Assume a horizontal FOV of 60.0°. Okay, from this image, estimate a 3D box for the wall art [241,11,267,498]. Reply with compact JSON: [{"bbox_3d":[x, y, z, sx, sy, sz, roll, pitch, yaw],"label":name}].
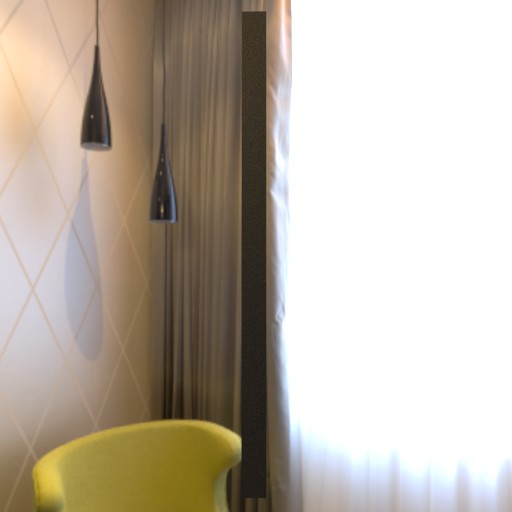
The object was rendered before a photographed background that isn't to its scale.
[{"bbox_3d":[0.000,0.000,0.737,0.029,0.559,0.457,0,-1,1],"label":"wall art"}]
